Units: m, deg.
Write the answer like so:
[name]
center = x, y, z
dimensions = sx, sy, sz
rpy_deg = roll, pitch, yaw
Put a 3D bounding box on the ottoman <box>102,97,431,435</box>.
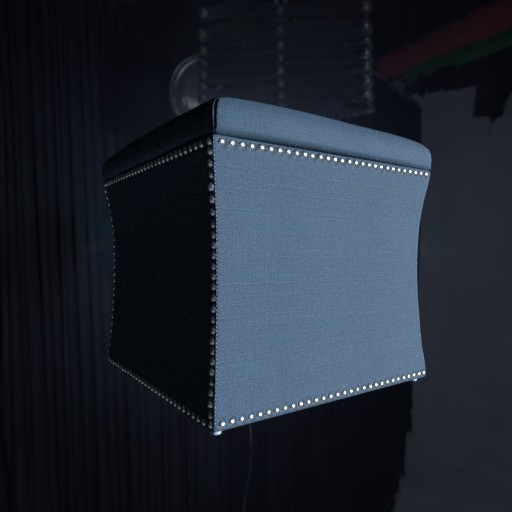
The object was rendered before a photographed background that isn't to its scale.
[ottoman]
center = 0.000, 0.000, 0.899
dimensions = 0.497, 0.475, 0.507
rpy_deg = 0, 1, -35
